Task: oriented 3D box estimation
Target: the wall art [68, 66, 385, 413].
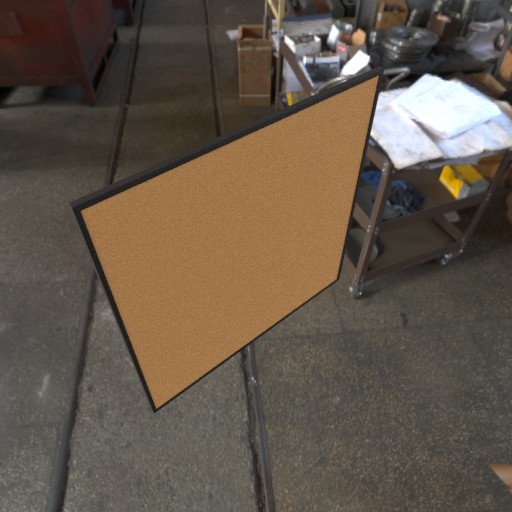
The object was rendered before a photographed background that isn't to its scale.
[{"bbox_3d":[0.000,0.000,0.993,0.664,0.663,0.015,-32,55,-26],"label":"wall art"}]
